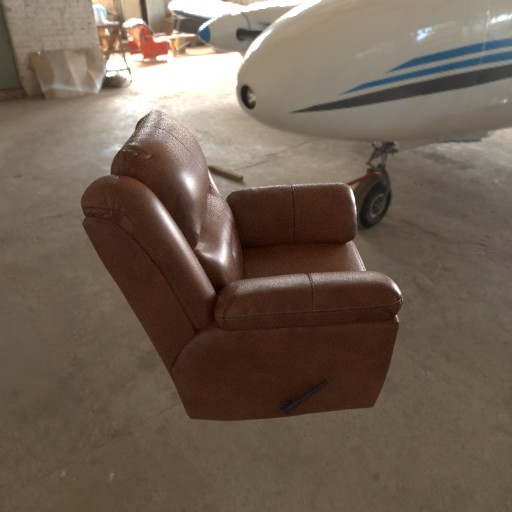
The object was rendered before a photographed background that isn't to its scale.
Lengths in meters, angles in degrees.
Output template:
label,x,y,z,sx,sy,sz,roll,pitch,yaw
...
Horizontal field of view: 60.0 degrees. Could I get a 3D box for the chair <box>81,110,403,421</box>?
label,x,y,z,sx,sy,sz,roll,pitch,yaw
chair,0.000,0.000,1.875,1.041,1.093,0.990,0,32,-1
